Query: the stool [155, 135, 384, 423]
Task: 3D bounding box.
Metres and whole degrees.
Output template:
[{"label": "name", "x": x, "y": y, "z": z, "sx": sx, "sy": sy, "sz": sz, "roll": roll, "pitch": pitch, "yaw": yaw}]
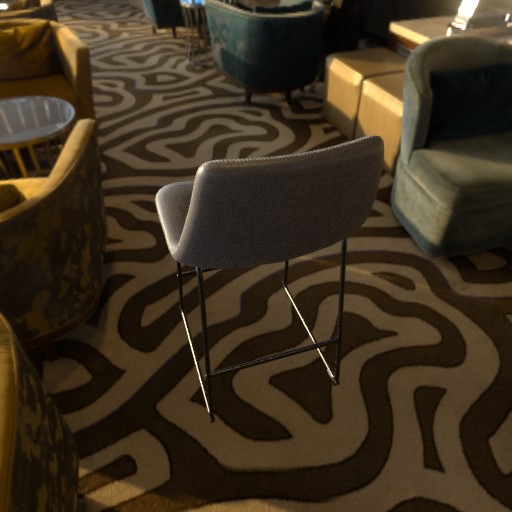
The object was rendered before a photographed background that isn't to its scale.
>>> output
[{"label": "stool", "x": 0.000, "y": 0.000, "z": 1.212, "sx": 0.470, "sy": 0.876, "sz": 0.546, "roll": -12, "pitch": 43, "yaw": -14}]
